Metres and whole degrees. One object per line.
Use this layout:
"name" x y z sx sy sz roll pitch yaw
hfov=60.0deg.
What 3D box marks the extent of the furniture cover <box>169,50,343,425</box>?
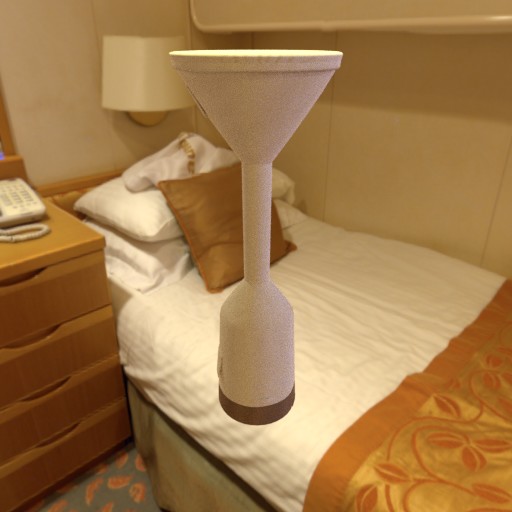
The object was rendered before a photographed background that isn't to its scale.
"furniture cover" 0.000 0.000 2.878 0.914 2.413 0.914 0 26 -1
